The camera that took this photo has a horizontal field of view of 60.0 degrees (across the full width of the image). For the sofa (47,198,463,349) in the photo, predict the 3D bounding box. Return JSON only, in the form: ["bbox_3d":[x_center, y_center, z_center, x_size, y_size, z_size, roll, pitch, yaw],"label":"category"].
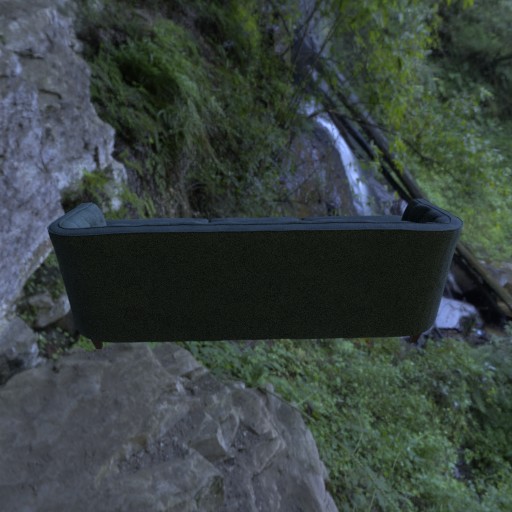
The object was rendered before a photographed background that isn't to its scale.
[{"bbox_3d":[0.000,0.000,2.830,2.278,0.855,0.941,-1,31,-1],"label":"sofa"}]
